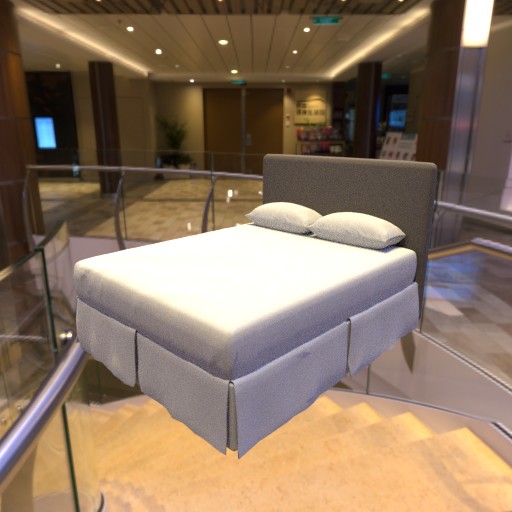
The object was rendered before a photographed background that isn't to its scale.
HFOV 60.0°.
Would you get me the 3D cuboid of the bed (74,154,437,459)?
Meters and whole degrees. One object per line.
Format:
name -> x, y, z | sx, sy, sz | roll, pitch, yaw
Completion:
bed -> 0.000, 0.000, 3.256 | 1.748, 1.330, 2.142 | 15, 22, 42
